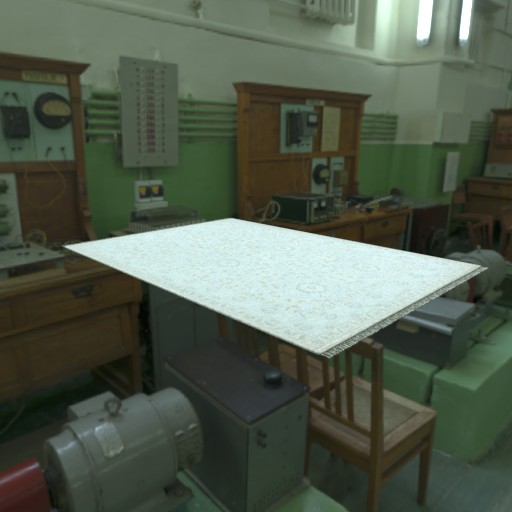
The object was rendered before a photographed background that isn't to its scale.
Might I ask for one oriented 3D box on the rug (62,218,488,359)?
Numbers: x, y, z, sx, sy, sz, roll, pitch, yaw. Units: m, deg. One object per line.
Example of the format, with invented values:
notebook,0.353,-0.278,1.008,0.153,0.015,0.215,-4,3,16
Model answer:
rug,0.000,0.000,2.771,1.514,0.011,2.233,-14,21,-43
